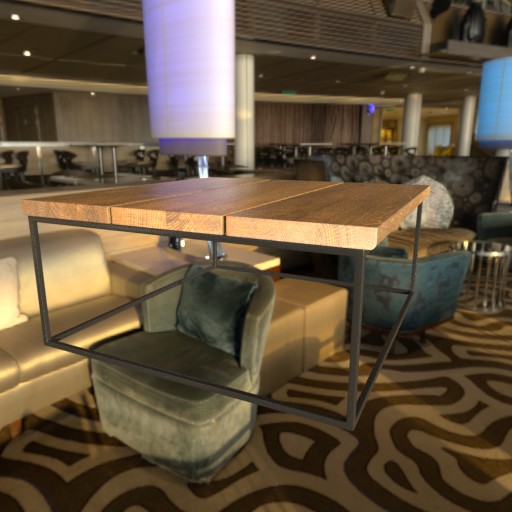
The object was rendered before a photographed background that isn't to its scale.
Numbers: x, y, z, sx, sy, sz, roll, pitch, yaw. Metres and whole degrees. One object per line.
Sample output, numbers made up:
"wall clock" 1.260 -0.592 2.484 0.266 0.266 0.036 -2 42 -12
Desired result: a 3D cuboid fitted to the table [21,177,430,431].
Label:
"table" 0.000 0.000 1.380 0.900 0.400 0.900 7 16 25
